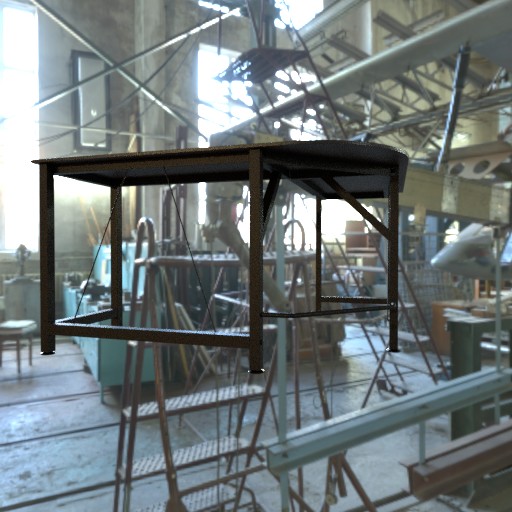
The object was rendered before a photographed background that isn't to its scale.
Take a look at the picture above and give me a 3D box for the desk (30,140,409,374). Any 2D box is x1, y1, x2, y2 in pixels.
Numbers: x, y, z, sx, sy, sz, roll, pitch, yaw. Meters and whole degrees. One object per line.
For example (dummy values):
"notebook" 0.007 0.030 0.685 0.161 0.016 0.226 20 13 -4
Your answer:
"desk" 0.000 0.000 2.186 1.400 0.762 1.400 0 1 17
